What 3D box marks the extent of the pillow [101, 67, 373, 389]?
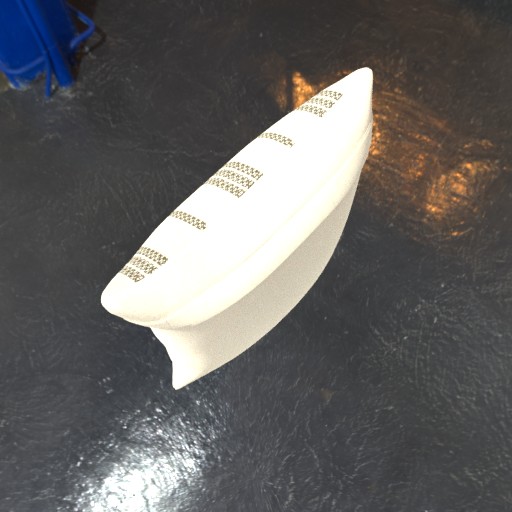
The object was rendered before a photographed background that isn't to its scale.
[{"bbox_3d":[0.000,0.000,0.634,0.173,0.406,0.405,39,70,17],"label":"pillow"}]
